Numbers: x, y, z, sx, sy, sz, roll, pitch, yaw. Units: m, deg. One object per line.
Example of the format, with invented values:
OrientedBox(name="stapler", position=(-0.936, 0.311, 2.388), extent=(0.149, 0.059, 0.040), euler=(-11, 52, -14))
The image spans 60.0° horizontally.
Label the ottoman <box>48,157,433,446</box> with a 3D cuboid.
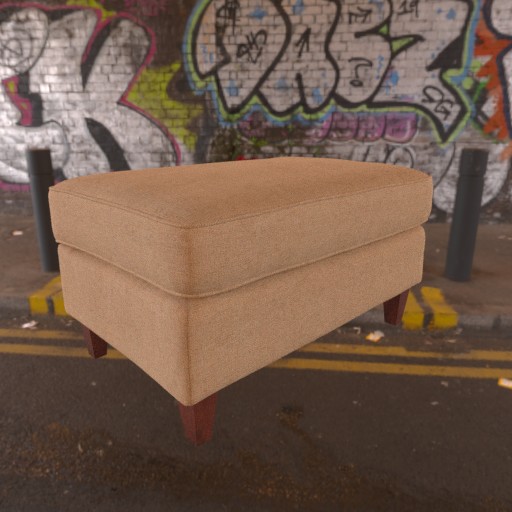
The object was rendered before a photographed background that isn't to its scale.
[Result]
OrientedBox(name="ottoman", position=(0.000, 0.000, 1.193), extent=(0.862, 0.484, 0.583), euler=(-16, 23, -42))
